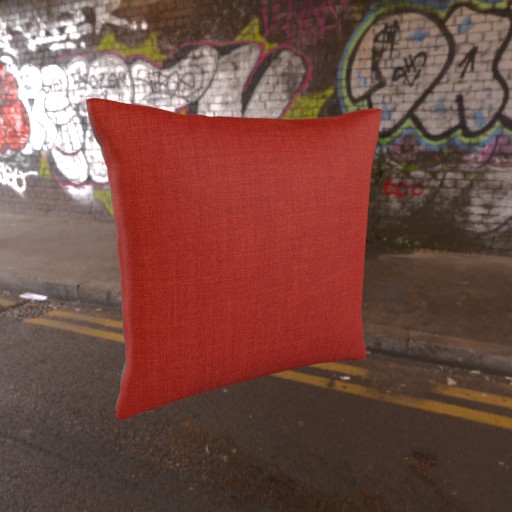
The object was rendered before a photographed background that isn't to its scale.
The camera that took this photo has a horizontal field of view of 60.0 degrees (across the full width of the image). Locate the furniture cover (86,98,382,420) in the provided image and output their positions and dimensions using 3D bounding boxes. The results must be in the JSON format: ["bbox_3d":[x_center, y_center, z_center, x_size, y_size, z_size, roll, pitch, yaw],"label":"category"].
[{"bbox_3d":[0.000,0.000,0.776,0.517,0.508,0.158,-7,16,-25],"label":"furniture cover"}]
